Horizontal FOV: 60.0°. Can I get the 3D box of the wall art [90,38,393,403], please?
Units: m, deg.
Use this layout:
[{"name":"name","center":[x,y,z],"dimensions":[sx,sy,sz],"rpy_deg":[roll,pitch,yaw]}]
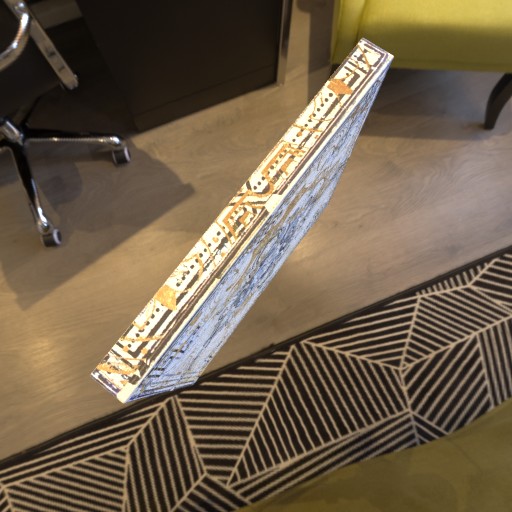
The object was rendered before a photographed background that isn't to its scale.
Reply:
[{"name":"wall art","center":[0.000,0.000,0.602],"dimensions":[0.038,0.410,0.411],"rpy_deg":[36,79,8]}]
